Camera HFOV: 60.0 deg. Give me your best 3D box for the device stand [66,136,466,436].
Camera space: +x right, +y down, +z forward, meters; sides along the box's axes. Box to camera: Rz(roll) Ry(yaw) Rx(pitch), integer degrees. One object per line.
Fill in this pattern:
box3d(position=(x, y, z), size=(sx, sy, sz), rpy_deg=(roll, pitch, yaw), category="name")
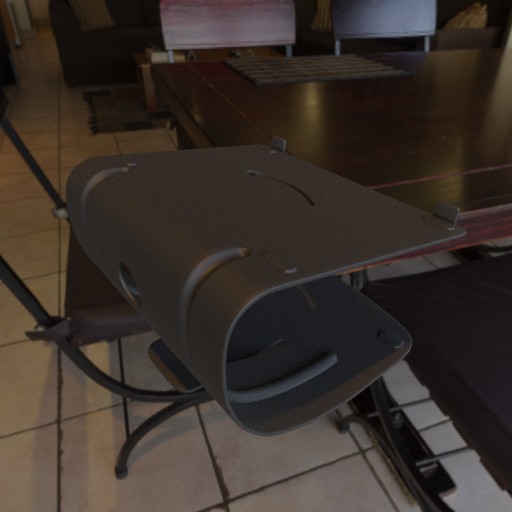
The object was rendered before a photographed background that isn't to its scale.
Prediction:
box3d(position=(0.000, 0.000, 0.395), size=(0.236, 0.155, 0.256), rpy_deg=(-24, 41, -31), category="device stand")
